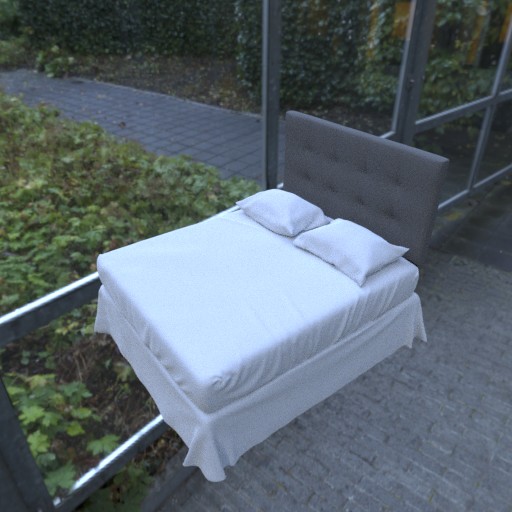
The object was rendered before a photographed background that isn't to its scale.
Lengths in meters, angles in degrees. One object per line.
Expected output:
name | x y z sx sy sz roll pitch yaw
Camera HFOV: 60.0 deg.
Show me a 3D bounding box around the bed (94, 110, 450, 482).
bed | 0.000 0.000 3.403 2.222 1.577 1.936 -22 38 -31
